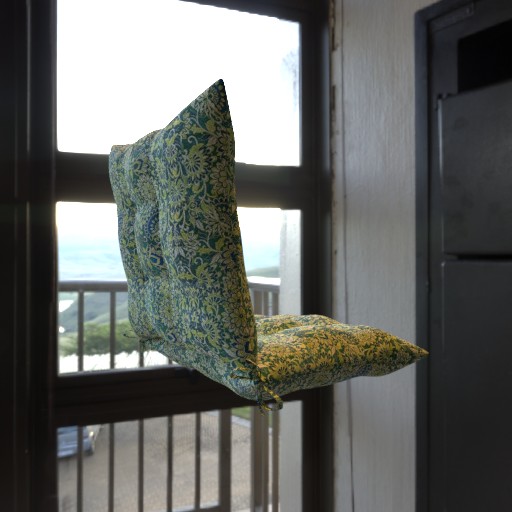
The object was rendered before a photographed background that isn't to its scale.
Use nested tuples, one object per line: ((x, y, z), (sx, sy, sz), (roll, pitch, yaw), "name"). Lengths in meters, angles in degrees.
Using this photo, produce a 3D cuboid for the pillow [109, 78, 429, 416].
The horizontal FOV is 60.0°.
((0.000, 0.000, 1.007), (0.585, 0.536, 0.541), (0, -1, -36), "pillow")
